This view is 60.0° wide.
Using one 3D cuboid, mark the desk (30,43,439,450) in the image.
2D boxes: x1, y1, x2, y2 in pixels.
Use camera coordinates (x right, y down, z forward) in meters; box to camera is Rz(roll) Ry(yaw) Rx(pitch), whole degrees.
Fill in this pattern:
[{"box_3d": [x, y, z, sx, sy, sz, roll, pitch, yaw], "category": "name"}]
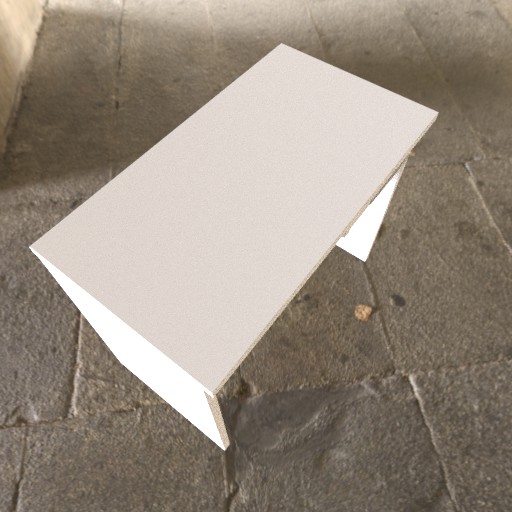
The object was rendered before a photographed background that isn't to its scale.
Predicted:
[{"box_3d": [0.000, 0.000, 1.338, 0.498, 0.729, 0.900, 33, 63, 19], "category": "desk"}]
